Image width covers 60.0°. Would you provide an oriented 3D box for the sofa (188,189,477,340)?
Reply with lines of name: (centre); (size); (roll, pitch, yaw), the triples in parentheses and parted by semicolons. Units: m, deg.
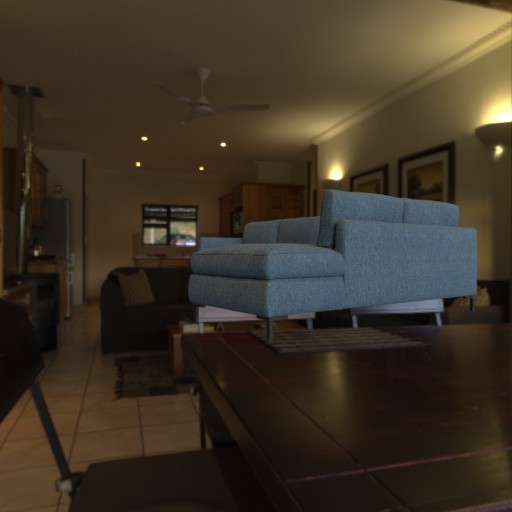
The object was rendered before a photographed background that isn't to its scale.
sofa: (0.000, 0.000, 3.891); (2.007, 0.815, 2.949); (0, 0, -36)
